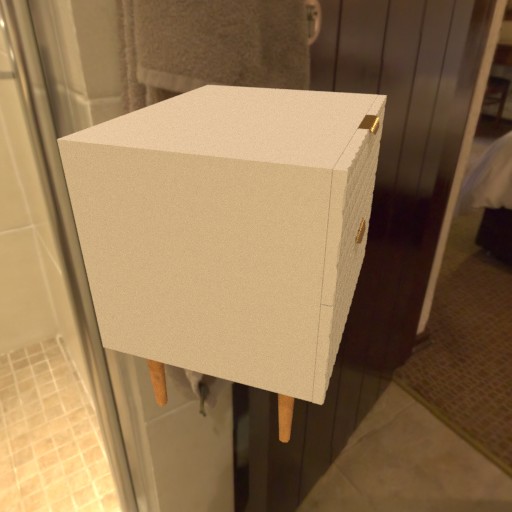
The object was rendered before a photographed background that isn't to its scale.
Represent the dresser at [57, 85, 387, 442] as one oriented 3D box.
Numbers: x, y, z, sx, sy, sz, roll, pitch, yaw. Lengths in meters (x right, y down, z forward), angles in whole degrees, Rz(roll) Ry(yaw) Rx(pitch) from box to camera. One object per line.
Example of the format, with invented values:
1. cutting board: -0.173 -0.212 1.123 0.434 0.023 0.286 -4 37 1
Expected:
1. dresser: 0.000 0.000 0.906 0.414 0.568 0.503 10 31 17
